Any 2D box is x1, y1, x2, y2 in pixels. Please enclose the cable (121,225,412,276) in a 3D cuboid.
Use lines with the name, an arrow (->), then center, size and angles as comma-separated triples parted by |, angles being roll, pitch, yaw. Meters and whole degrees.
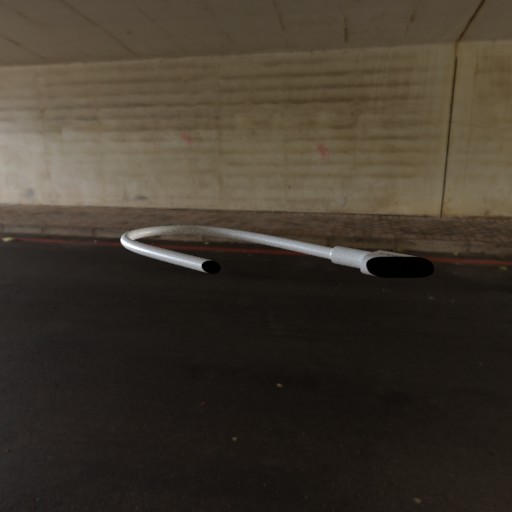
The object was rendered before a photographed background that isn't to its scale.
cable -> 0.000, 0.000, 0.110 | 0.098, 0.005, 0.041 | 13, 19, 43
